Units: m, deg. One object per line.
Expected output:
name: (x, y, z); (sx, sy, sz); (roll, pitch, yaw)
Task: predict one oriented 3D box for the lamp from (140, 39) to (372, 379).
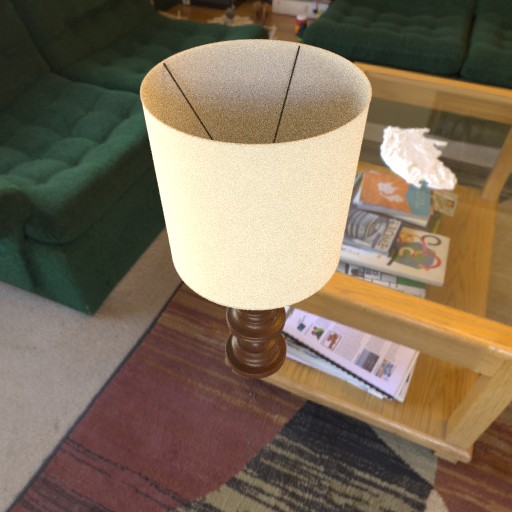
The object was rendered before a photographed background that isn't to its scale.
lamp: (0.000, 0.000, 0.568); (0.208, 0.455, 0.208); (5, 46, 5)
